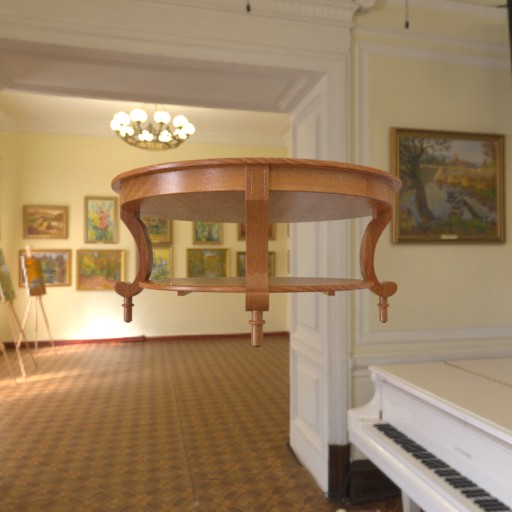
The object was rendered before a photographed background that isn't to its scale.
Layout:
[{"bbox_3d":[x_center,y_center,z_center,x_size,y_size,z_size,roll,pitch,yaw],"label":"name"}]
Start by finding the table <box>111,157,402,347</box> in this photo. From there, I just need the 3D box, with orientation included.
[{"bbox_3d":[0.000,0.000,1.639,1.029,0.490,1.029,0,-1,0],"label":"table"}]
